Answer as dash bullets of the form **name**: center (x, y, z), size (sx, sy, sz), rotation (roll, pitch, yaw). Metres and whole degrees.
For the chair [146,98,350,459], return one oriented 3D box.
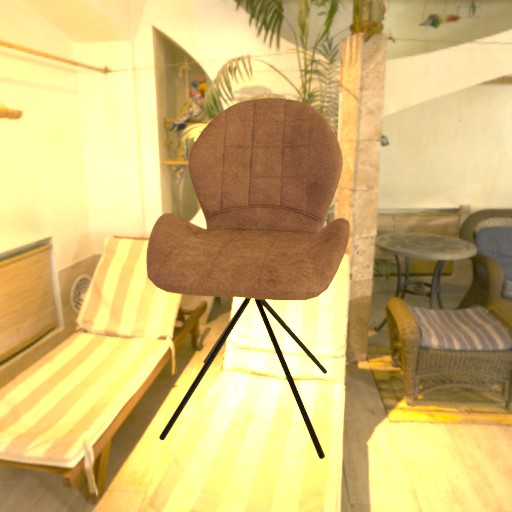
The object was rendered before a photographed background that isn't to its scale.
- **chair**: center (0.000, 0.000, 1.309), size (0.527, 0.929, 0.640), rotation (3, 15, 9)
